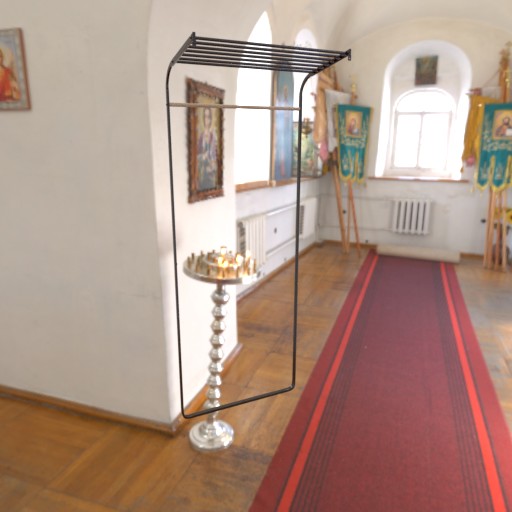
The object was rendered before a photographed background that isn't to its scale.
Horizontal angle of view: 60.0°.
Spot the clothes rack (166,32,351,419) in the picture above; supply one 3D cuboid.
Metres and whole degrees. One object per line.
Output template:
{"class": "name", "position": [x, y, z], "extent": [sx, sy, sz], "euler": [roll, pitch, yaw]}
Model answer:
{"class": "clothes rack", "position": [0.000, 0.000, 1.839], "extent": [0.609, 1.574, 0.349], "euler": [-7, 16, -25]}
